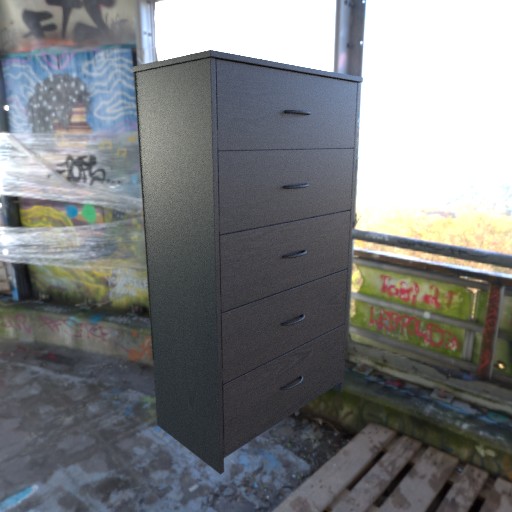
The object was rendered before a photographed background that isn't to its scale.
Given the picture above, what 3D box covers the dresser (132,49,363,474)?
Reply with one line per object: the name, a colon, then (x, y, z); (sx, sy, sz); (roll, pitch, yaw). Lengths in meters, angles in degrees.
dresser: (0.000, 0.000, 1.623); (0.418, 1.254, 0.704); (14, 20, 43)
